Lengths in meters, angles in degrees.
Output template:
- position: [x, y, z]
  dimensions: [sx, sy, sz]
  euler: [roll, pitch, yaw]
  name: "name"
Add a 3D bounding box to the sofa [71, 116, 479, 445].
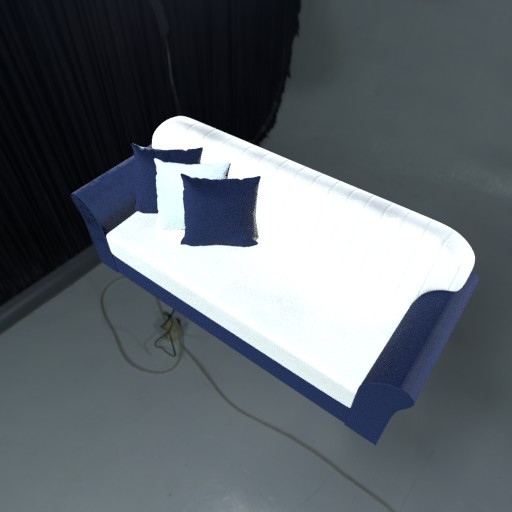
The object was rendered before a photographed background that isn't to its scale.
- position: [0.000, 0.000, 2.358]
  dimensions: [2.006, 0.789, 0.749]
  euler: [29, 53, 24]
  name: "sofa"
